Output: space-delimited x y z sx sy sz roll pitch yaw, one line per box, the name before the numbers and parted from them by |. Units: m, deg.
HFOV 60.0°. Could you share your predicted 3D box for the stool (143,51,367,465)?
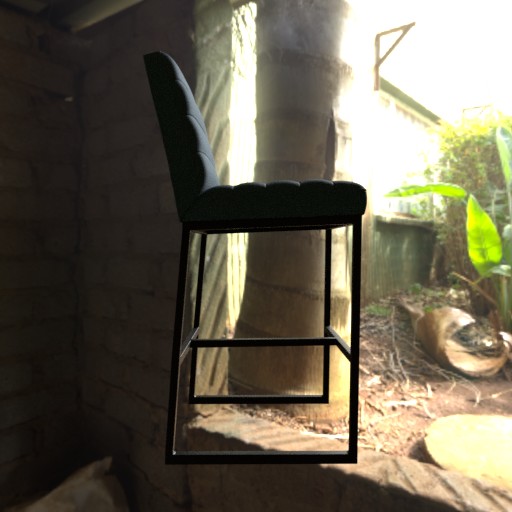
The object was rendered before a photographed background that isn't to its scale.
stool | 0.000 0.000 1.321 0.560 1.040 0.460 0 2 -1
